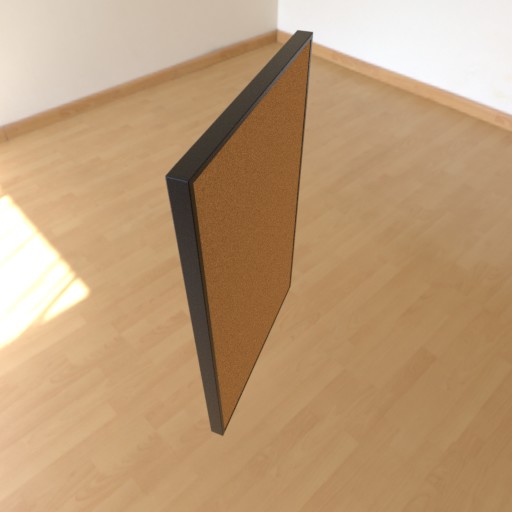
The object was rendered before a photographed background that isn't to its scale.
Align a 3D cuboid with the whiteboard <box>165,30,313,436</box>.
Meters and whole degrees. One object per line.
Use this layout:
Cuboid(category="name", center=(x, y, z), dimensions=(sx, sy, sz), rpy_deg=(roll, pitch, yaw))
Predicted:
Cuboid(category="whiteboard", center=(0.000, 0.000, 0.773), dimensions=(0.026, 0.611, 0.406), rpy_deg=(16, 49, 15))
